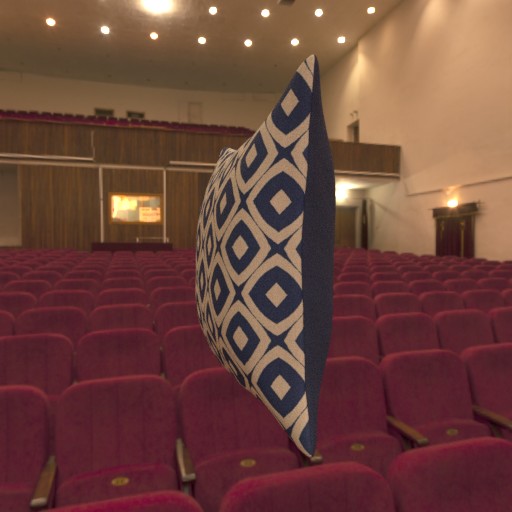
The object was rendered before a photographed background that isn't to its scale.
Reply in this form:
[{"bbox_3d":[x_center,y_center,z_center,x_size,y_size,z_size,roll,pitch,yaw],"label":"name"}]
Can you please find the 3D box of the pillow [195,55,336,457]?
[{"bbox_3d":[0.000,0.000,0.780,0.188,0.494,0.504,0,1,-16],"label":"pillow"}]
